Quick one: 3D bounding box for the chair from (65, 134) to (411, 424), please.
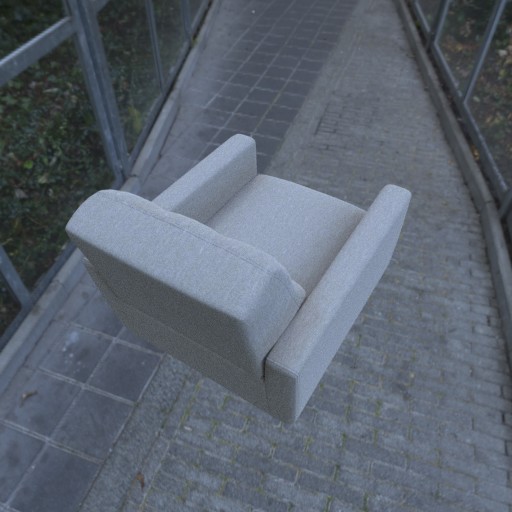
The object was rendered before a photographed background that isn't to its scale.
[{"bbox_3d":[0.000,0.000,1.824,0.897,0.965,1.128,24,50,22],"label":"chair"}]
